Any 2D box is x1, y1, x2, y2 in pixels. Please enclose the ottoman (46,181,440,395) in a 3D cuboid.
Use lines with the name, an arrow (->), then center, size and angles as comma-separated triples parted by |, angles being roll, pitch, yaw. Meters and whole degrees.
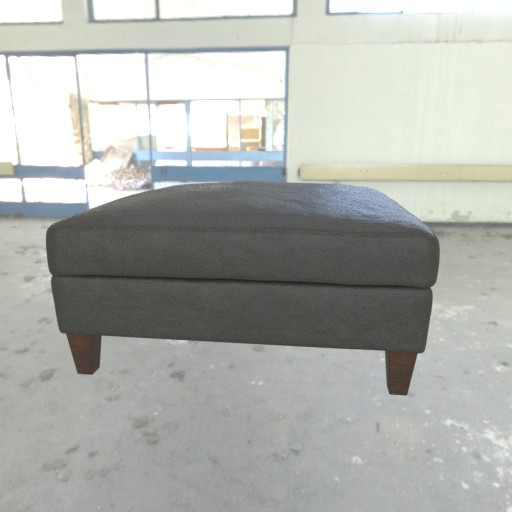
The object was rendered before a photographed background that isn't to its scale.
ottoman -> 0.000, 0.000, 1.316 | 0.844, 0.415, 0.836 | 2, 14, 7
